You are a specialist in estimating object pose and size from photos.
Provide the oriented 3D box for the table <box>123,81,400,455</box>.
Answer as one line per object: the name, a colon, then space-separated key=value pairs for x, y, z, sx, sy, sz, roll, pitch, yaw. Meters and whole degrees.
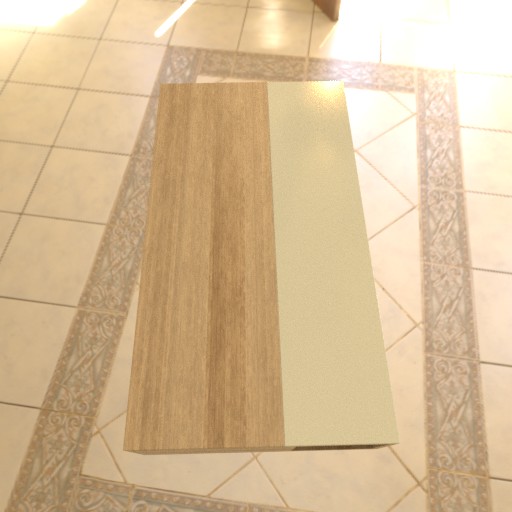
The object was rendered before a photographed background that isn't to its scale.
table: x=0.000 y=0.000 z=1.361 sx=0.600 sy=0.350 sz=1.100 roll=-1 pitch=63 yaw=-1
